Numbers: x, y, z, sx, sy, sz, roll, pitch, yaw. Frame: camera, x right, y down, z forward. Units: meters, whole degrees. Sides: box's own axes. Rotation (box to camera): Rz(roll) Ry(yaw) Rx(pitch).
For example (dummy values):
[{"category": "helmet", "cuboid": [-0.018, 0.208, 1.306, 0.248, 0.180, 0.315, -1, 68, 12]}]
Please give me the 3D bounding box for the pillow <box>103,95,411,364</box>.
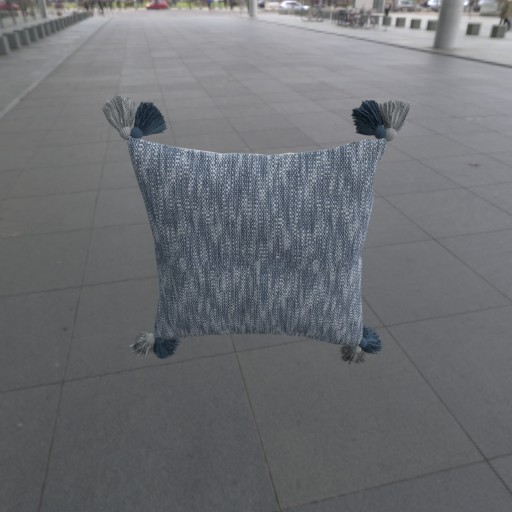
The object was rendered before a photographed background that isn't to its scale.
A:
[{"category": "pillow", "cuboid": [0.000, 0.000, 0.922, 0.614, 0.634, 0.138, 1, 30, 1]}]
